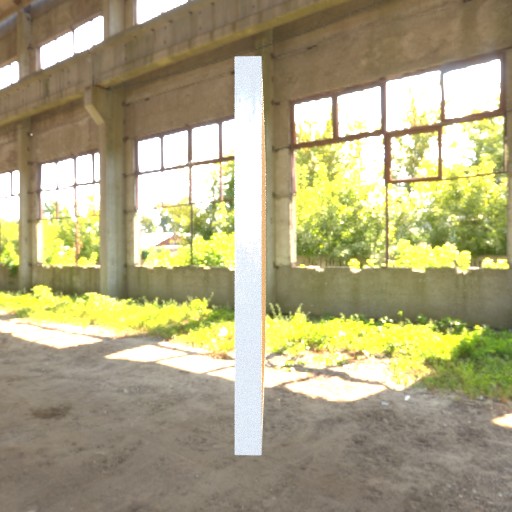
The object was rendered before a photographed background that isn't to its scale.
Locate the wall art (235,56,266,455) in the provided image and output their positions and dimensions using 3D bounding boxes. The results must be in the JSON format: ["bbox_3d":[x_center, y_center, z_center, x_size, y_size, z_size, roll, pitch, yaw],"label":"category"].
[{"bbox_3d":[0.000,0.000,1.395,0.053,0.787,1.041,0,0,2],"label":"wall art"}]
